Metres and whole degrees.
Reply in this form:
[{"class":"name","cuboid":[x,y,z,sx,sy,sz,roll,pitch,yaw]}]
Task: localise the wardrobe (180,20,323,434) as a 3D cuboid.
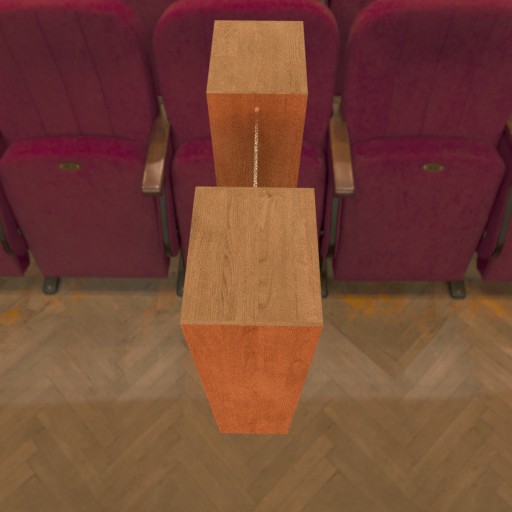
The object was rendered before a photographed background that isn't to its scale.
[{"class":"wardrobe","cuboid":[0.000,0.000,2.797,0.480,2.000,1.770,1,59,1]}]
